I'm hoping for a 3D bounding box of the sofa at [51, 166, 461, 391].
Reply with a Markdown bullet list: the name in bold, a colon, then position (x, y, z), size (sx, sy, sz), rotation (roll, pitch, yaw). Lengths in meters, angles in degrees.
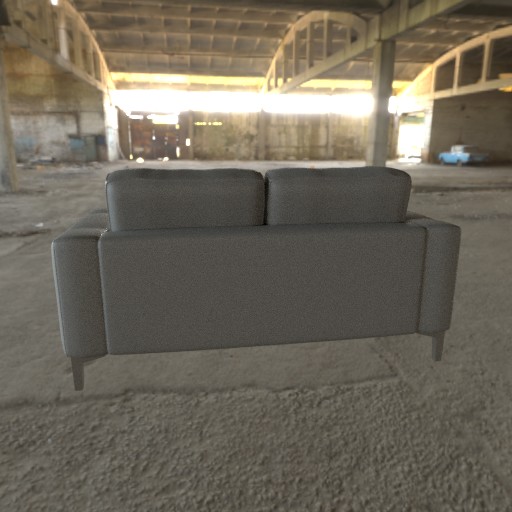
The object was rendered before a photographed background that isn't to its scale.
- **sofa**: position (0.000, 0.000, 2.219), size (1.726, 0.893, 0.833), rotation (-2, 15, -9)
